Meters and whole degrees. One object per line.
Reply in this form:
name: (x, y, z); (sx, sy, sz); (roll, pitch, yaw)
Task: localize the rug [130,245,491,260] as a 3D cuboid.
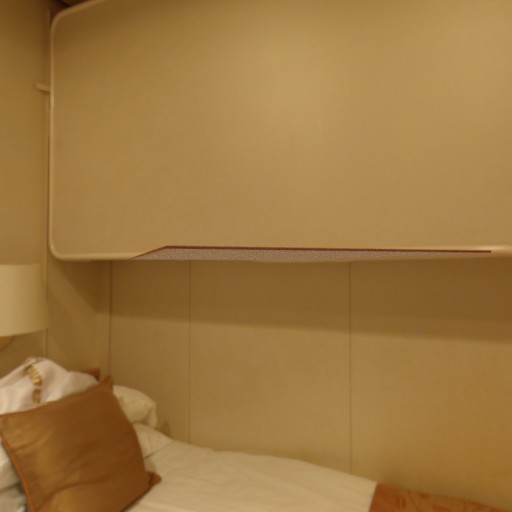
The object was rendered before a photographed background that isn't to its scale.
rug: (0.000, 0.000, 3.003); (1.524, 0.014, 2.438); (0, -1, -19)
